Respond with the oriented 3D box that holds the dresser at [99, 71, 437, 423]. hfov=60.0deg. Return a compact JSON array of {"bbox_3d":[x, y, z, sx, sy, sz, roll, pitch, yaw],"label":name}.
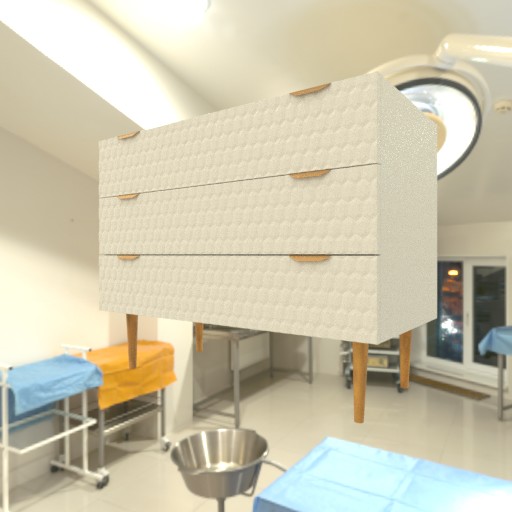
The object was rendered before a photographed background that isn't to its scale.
[{"bbox_3d":[0.000,0.000,1.306,0.905,0.721,0.457,0,0,36],"label":"dresser"}]
